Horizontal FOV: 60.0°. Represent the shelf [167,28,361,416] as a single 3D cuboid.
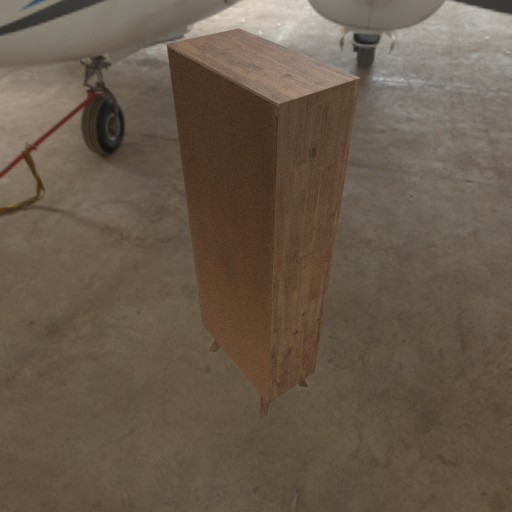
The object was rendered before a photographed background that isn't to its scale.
[{"bbox_3d":[0.000,0.000,1.570,0.267,1.342,0.491,-27,49,-26],"label":"shelf"}]
